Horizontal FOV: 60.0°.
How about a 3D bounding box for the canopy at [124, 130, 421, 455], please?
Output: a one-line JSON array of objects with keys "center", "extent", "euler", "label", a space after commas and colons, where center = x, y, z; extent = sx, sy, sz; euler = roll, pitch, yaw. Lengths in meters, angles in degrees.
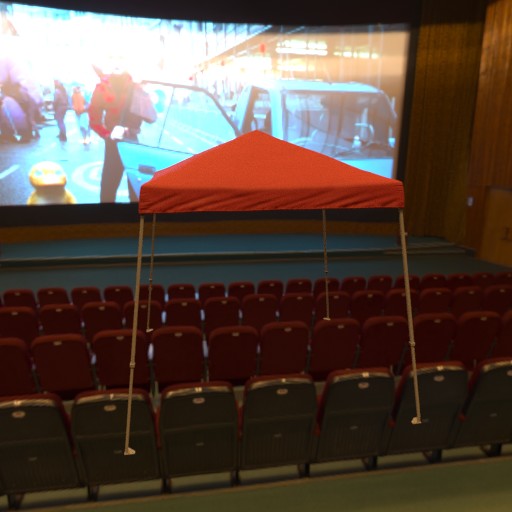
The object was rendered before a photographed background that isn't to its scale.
[{"center": [0.000, 0.000, 6.568], "extent": [3.600, 3.600, 3.599], "euler": [-2, 14, -9], "label": "canopy"}]
